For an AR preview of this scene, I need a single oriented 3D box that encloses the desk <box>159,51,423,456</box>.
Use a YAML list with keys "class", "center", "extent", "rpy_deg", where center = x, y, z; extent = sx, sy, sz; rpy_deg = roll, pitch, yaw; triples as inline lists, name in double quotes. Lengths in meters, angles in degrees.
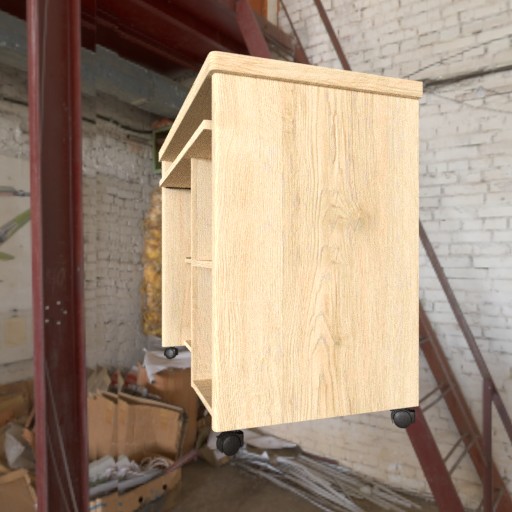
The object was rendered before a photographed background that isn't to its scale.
- class: "desk"
  center: [0.000, 0.000, 1.322]
  extent: [0.480, 0.770, 0.885]
  rpy_deg: [0, 0, -19]
